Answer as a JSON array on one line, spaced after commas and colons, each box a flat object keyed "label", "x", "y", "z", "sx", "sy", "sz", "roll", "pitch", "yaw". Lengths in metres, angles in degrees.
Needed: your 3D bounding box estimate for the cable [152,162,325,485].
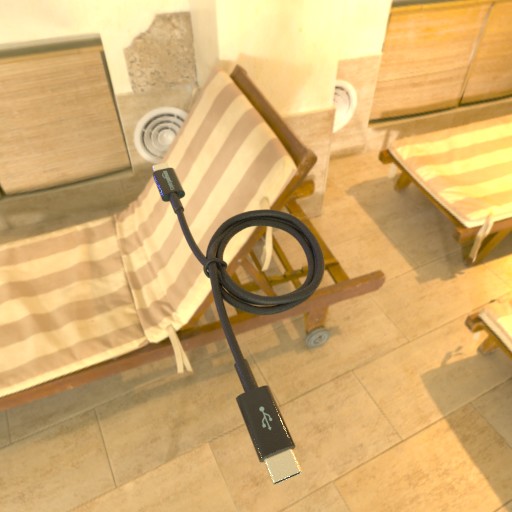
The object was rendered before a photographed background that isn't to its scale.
[{"label": "cable", "x": 0.000, "y": 0.000, "z": 0.225, "sx": 0.070, "sy": 0.014, "sz": 0.203, "roll": -16, "pitch": 48, "yaw": -15}]
